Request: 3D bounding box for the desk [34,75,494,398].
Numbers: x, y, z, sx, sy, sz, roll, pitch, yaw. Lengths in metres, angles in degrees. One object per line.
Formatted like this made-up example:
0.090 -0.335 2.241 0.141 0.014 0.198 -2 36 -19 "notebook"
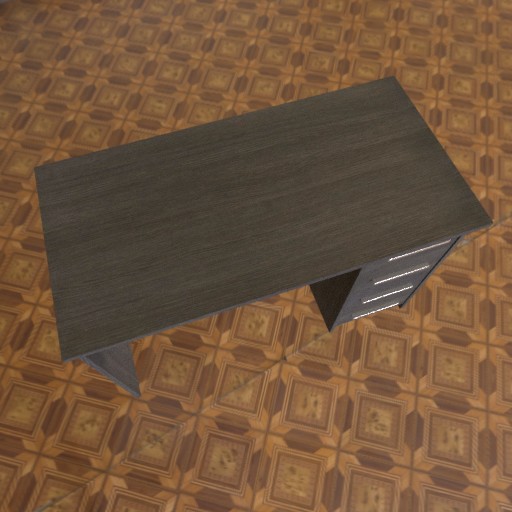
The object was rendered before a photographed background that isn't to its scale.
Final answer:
0.000 0.000 1.498 1.096 0.730 0.560 -17 65 -8 "desk"
